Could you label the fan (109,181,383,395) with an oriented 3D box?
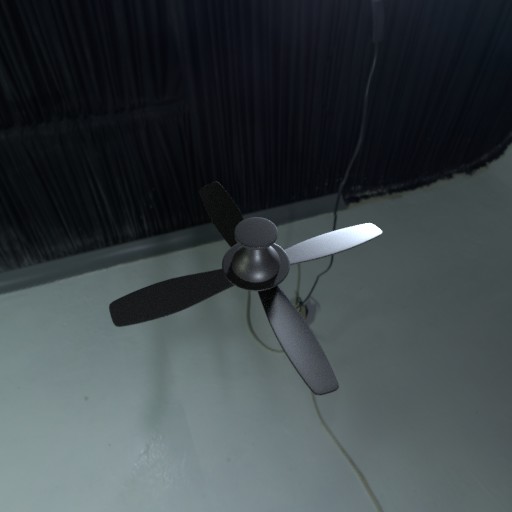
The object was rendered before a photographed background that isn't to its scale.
[{"bbox_3d":[0.000,0.000,2.521,1.694,0.382,1.694,-18,50,-16],"label":"fan"}]
